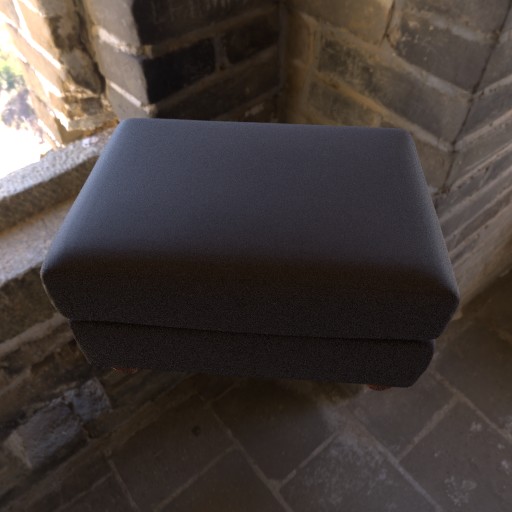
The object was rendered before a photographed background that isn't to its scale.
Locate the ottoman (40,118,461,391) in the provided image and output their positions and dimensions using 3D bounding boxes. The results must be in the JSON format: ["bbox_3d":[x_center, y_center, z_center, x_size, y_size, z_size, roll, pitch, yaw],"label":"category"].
[{"bbox_3d":[0.000,0.000,1.099,0.773,0.497,0.574,3,46,3],"label":"ottoman"}]
